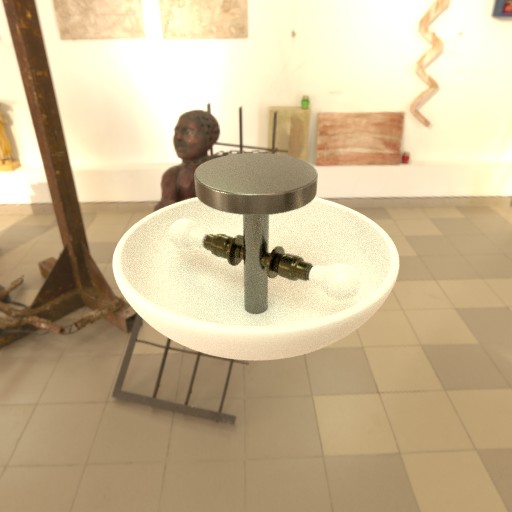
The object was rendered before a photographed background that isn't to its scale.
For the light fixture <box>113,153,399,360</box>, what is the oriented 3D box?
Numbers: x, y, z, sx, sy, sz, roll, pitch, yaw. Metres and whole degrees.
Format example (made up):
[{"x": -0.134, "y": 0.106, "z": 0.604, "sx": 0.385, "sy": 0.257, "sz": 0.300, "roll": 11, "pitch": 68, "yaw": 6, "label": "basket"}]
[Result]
[{"x": 0.000, "y": 0.000, "z": 0.537, "sx": 0.330, "sy": 0.214, "sz": 0.330, "roll": 0, "pitch": 30, "yaw": 0, "label": "light fixture"}]
